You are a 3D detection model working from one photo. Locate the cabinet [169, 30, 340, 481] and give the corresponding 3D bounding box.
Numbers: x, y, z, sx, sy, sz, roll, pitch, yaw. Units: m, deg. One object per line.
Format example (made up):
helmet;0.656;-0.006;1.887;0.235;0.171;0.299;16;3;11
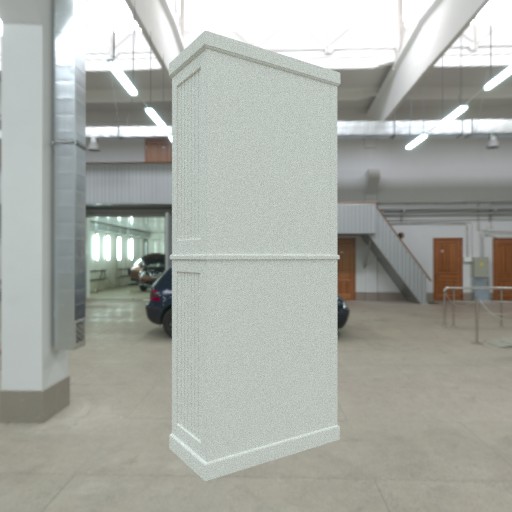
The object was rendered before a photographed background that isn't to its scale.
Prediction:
cabinet;0.000;0.000;2.164;0.754;1.829;0.390;0;0;-34
